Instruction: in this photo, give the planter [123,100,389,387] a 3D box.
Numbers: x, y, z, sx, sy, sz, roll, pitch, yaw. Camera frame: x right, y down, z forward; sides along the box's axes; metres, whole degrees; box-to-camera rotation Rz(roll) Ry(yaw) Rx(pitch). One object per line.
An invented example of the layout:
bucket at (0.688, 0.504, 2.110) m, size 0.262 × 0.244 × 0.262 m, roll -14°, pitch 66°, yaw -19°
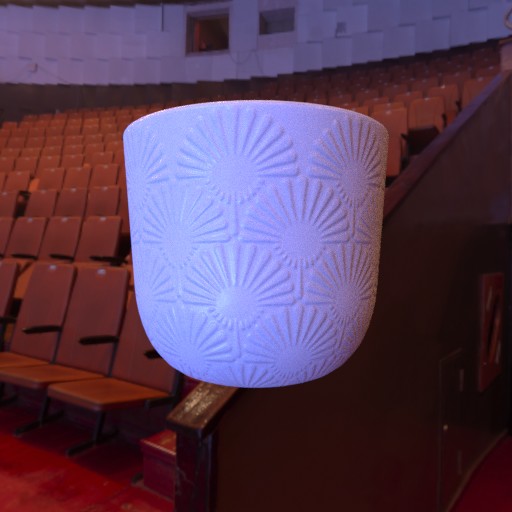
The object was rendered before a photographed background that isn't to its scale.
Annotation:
planter at (0.000, 0.000, 0.296) m, size 0.170 × 0.152 × 0.170 m, roll 0°, pitch 1°, yaw 0°
